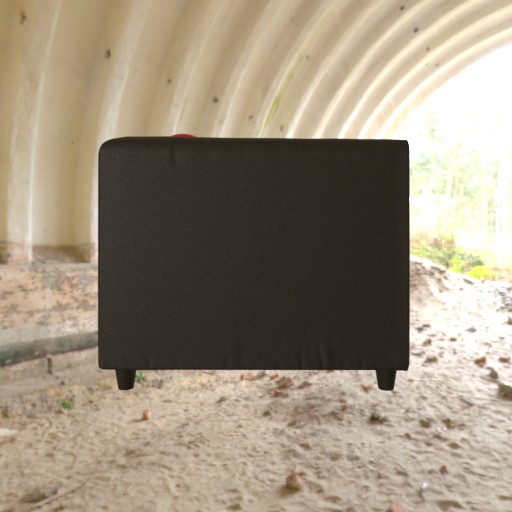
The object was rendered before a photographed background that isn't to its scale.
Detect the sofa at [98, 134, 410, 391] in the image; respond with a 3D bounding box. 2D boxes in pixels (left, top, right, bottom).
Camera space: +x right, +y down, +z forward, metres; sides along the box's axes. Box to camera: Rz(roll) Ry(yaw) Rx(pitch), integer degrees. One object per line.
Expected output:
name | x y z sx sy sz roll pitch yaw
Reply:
sofa | 0.000 0.000 1.871 0.845 0.735 1.410 0 0 0
